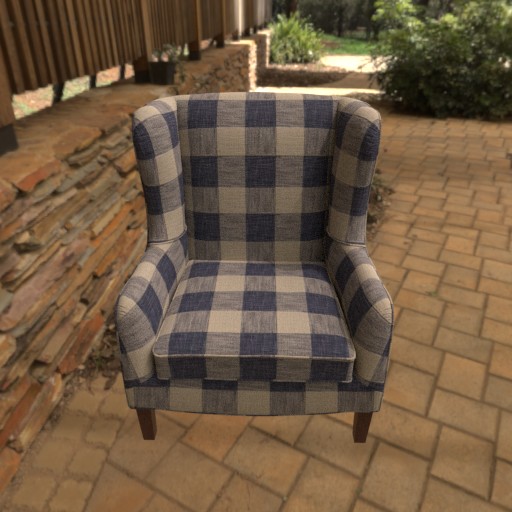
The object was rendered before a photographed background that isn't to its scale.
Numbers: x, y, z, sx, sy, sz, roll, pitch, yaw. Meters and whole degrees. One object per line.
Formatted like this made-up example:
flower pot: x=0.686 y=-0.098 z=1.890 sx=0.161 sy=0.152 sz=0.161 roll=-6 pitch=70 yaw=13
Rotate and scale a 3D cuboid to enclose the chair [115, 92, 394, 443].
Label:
chair: x=0.000 y=0.000 z=1.646 sx=0.830 sy=1.041 sz=0.889 roll=0 pitch=30 yaw=1
